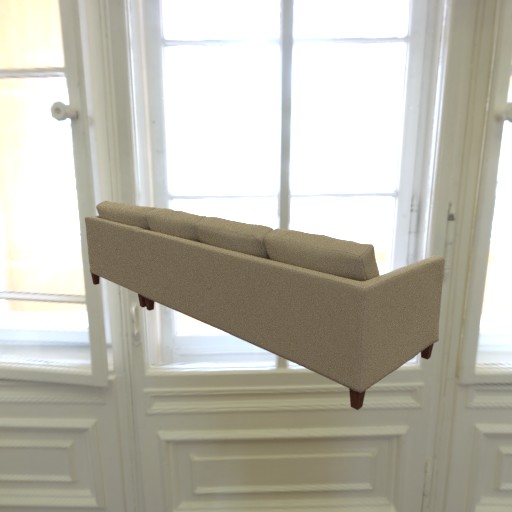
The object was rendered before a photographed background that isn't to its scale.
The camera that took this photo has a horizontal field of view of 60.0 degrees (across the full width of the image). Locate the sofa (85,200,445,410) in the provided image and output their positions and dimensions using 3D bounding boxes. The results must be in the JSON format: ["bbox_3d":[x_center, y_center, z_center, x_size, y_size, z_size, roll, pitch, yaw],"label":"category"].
[{"bbox_3d":[0.000,0.000,3.847,1.625,0.861,3.186,-13,19,-43],"label":"sofa"}]
